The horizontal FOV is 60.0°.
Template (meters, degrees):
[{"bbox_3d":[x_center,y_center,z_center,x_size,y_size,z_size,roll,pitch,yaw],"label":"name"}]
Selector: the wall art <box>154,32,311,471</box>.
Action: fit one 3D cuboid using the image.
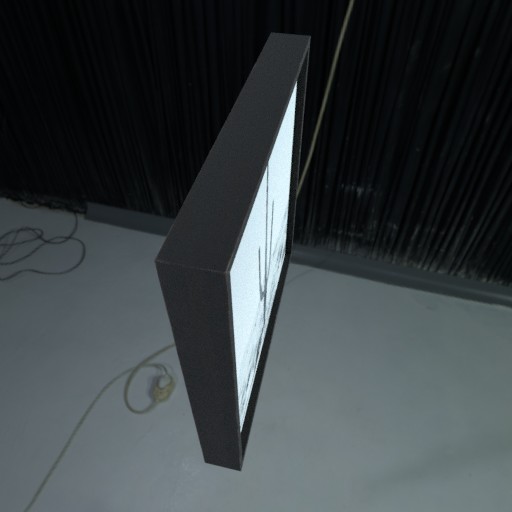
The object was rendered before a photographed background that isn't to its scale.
[{"bbox_3d":[0.000,0.000,0.436,0.038,0.305,0.305,9,48,9],"label":"wall art"}]
